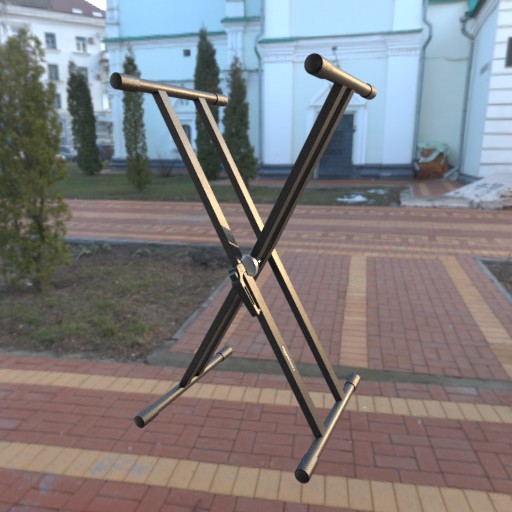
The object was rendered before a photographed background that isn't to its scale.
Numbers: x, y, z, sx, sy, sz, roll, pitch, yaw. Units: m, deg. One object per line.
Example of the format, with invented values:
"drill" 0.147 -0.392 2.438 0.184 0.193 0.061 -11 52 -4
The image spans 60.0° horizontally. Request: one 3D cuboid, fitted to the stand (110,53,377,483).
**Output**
"stand" 0.000 0.000 1.206 0.503 0.900 0.495 7 15 25
